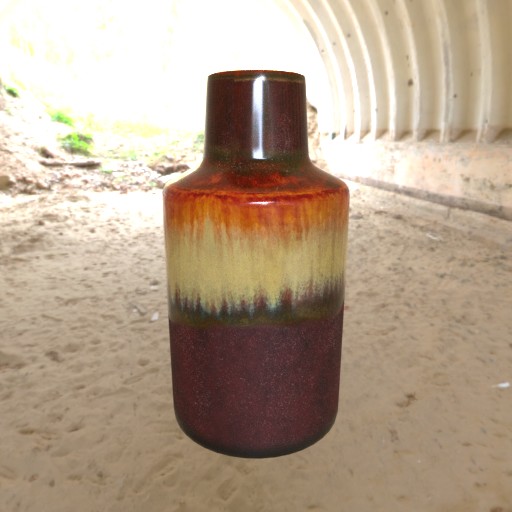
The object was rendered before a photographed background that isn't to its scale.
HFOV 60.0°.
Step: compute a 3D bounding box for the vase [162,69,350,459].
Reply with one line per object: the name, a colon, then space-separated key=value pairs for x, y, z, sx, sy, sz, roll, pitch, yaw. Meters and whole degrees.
vase: x=0.000 y=0.000 z=0.268 sx=0.108 sy=0.204 sz=0.108 roll=0 pitch=15 yaw=0
